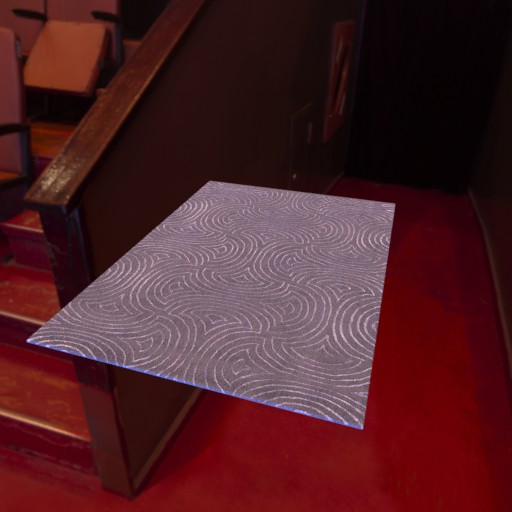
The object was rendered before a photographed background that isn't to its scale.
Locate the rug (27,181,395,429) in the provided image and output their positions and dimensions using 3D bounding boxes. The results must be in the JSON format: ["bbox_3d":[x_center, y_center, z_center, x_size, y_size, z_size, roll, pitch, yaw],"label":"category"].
[{"bbox_3d":[0.000,0.000,2.729,1.543,0.015,2.144,10,32,16],"label":"rug"}]
